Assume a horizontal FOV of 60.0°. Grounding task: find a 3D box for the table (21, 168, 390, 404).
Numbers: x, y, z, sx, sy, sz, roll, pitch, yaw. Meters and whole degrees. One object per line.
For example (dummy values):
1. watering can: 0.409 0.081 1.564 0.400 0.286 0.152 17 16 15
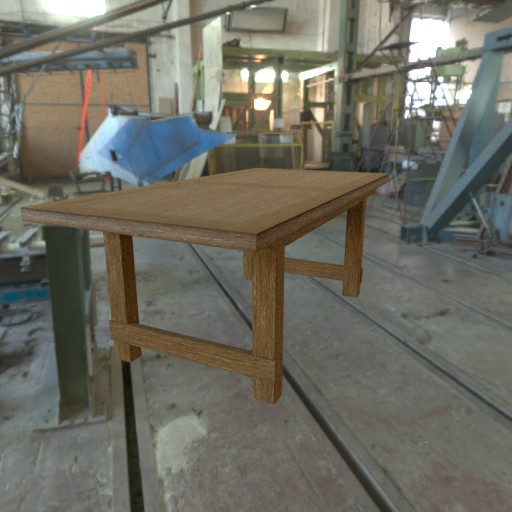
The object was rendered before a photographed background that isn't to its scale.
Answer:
1. table: 0.000 0.000 2.411 1.000 0.762 1.982 8 18 26
